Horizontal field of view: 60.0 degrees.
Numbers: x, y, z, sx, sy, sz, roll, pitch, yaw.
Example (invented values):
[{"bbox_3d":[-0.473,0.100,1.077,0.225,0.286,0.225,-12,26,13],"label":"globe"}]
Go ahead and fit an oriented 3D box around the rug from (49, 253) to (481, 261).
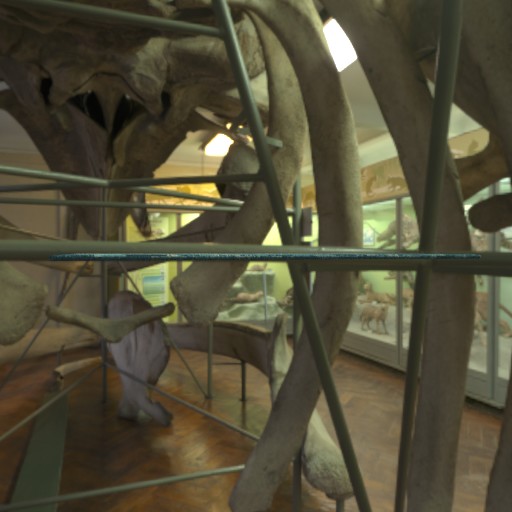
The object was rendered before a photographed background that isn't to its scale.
[{"bbox_3d":[0.000,0.000,3.071,2.450,0.027,1.540,0,1,-18],"label":"rug"}]
